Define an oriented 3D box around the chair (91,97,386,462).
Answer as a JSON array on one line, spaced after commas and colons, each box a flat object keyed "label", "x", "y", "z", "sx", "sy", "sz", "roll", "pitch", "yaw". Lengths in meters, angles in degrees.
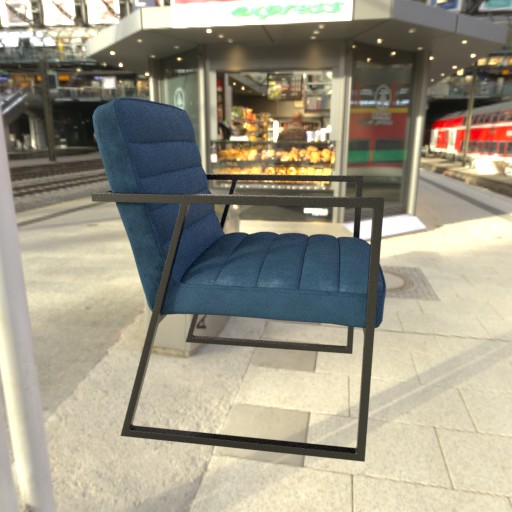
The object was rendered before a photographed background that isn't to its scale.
[{"label": "chair", "x": 0.000, "y": 0.000, "z": 1.257, "sx": 0.677, "sy": 0.833, "sz": 0.571, "roll": 2, "pitch": 15, "yaw": 9}]
